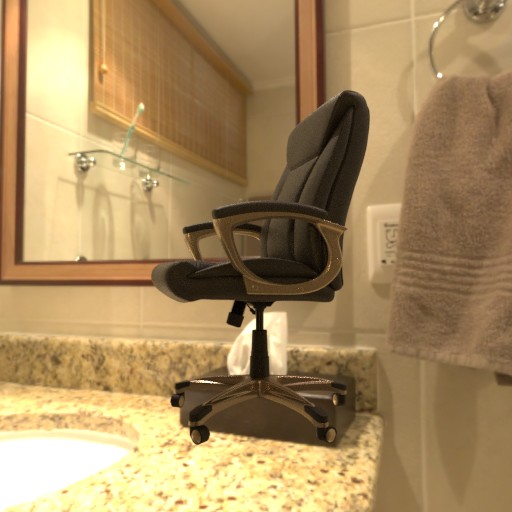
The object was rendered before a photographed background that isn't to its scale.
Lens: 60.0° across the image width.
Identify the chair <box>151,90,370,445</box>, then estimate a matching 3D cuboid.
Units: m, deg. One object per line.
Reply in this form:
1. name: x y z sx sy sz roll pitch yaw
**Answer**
1. chair: 0.000 0.000 1.680 0.748 1.188 0.694 1 -2 -18
